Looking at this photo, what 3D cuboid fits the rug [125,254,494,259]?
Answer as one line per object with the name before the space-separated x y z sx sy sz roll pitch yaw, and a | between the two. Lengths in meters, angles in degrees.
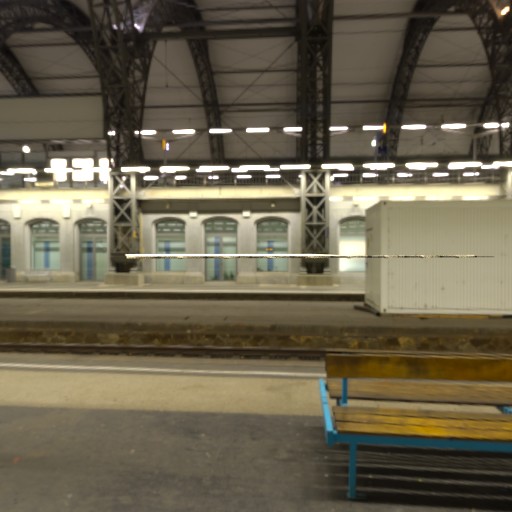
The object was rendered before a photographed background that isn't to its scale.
rug | 0.000 0.000 4.144 2.342 0.026 3.221 0 0 -17
